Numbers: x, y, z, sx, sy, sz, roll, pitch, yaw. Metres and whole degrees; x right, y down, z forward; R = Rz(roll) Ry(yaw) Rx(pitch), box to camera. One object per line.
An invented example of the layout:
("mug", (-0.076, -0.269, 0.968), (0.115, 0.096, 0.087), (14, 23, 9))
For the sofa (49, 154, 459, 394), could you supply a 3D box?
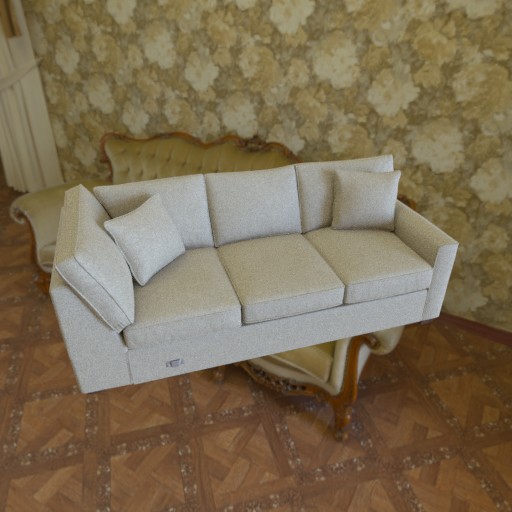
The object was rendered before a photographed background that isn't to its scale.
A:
("sofa", (0.000, 0.000, 2.889), (2.323, 0.948, 1.053), (-9, 32, -15))
